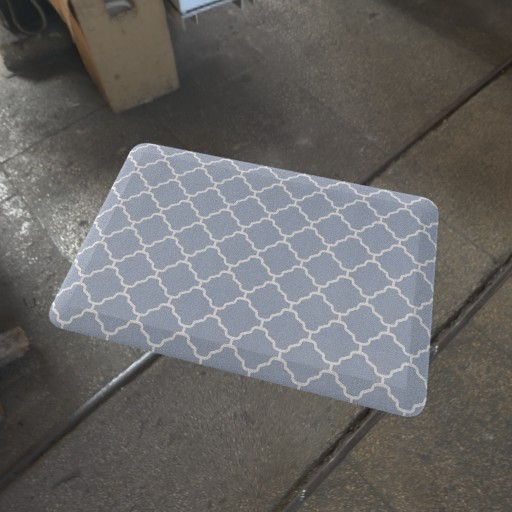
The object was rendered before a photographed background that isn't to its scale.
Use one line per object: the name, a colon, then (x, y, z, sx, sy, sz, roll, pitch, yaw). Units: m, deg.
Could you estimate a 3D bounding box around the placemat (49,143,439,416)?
placemat: (0.000, 0.000, 0.964, 0.762, 0.021, 0.508, 13, 62, 7)
